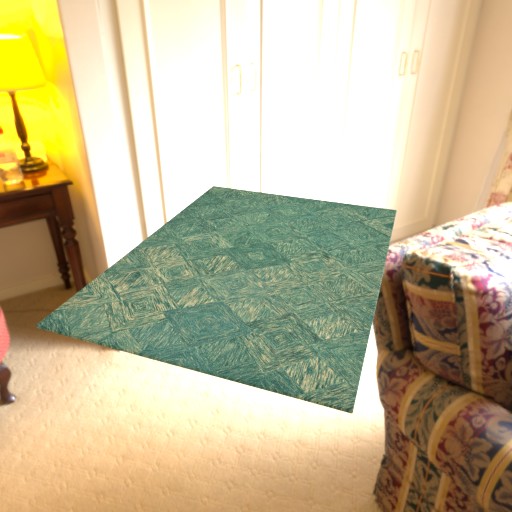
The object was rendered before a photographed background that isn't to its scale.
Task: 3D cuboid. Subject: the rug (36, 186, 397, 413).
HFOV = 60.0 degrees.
[{"bbox_3d":[0.000,0.000,4.331,2.405,0.027,3.217,10,31,17],"label":"rug"}]
